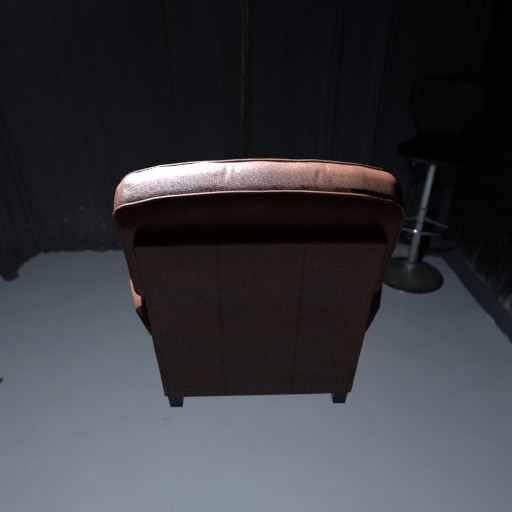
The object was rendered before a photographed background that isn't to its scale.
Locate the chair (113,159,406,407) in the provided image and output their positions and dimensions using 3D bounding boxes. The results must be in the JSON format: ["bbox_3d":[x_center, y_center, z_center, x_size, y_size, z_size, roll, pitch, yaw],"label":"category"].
[{"bbox_3d":[0.000,0.000,1.758,0.936,1.018,0.986,-1,32,-1],"label":"chair"}]
